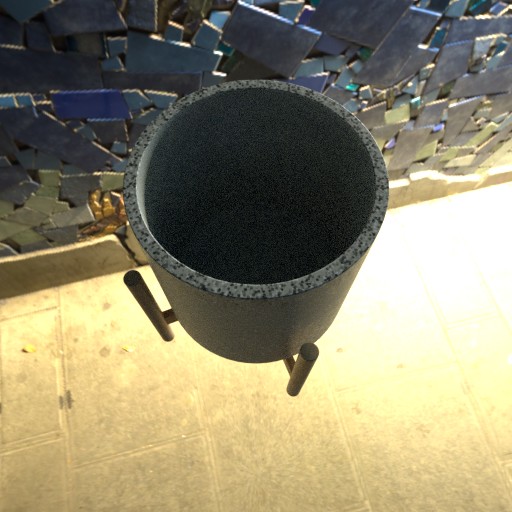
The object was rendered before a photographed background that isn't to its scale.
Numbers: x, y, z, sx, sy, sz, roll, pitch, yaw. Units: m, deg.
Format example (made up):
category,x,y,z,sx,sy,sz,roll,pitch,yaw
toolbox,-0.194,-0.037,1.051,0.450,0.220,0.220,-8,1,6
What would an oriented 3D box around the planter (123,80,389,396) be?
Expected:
category,x,y,z,sx,sy,sz,roll,pitch,yaw
planter,0.000,0.000,0.695,0.360,0.419,0.360,1,64,0
